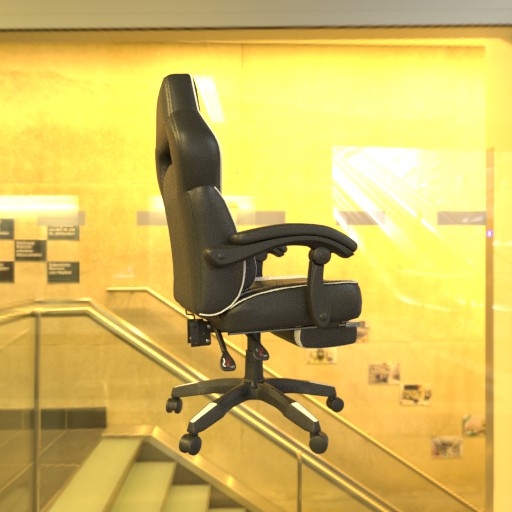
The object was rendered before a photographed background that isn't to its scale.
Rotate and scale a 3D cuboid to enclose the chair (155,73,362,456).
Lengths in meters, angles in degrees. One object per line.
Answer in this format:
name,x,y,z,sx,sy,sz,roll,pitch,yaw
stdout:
chair,0.000,0.000,1.620,0.700,1.200,0.676,0,0,-19
